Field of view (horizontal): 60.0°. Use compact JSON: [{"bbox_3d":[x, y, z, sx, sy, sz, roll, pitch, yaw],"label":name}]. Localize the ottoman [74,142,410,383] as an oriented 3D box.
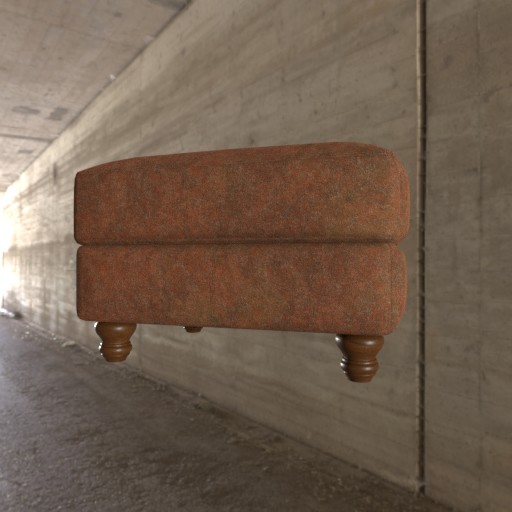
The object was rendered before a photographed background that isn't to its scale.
[{"bbox_3d":[0.000,0.000,1.202,0.787,0.508,0.635,0,0,17],"label":"ottoman"}]
